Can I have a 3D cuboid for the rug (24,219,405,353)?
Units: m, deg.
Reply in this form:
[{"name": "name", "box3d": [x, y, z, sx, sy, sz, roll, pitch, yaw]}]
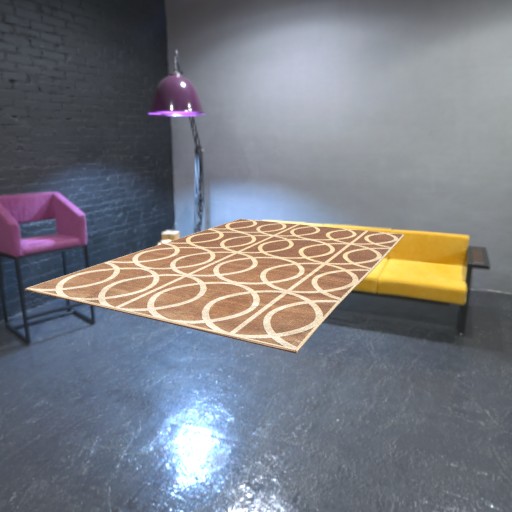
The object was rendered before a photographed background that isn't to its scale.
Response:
[{"name": "rug", "box3d": [0.000, 0.000, 2.938, 1.528, 0.014, 2.294, 8, 17, 26]}]
